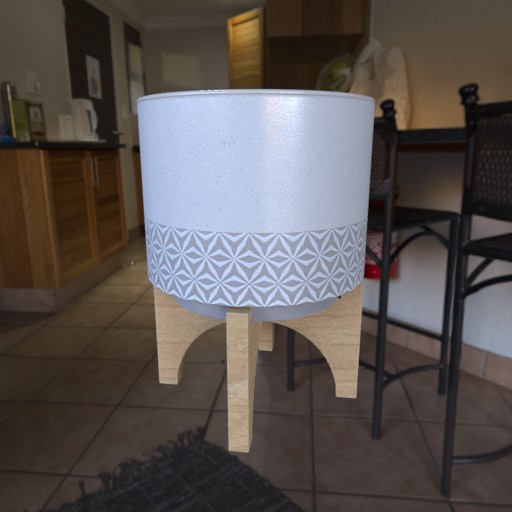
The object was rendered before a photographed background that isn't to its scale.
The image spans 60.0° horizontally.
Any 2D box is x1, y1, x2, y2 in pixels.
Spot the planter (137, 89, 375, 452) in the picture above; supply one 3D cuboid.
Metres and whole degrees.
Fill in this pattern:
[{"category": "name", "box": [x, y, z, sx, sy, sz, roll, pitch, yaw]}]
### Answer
[{"category": "planter", "box": [0.000, 0.000, 0.521, 0.249, 0.343, 0.249, 0, 15, 0]}]
